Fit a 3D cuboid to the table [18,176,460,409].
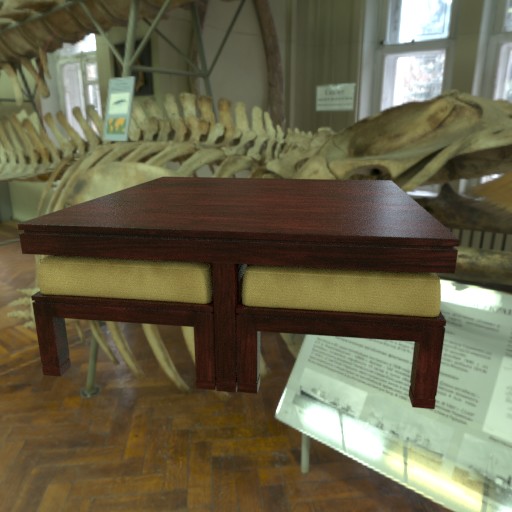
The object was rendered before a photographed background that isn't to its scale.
[{"bbox_3d":[0.000,0.000,1.313,0.865,0.356,0.865,2,17,8],"label":"table"}]
